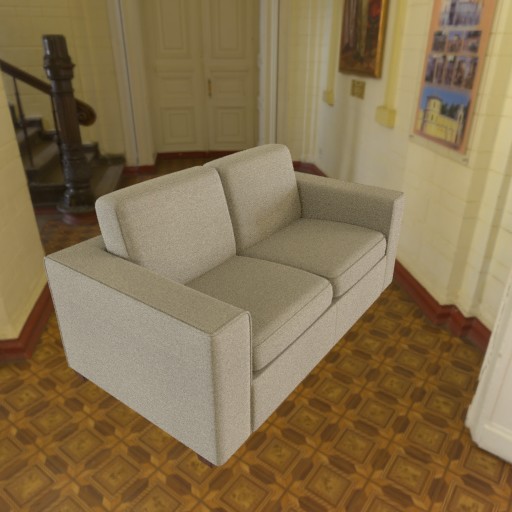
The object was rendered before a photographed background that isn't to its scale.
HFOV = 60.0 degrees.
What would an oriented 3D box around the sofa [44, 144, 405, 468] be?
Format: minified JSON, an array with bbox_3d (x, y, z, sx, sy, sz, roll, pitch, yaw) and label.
[{"bbox_3d":[0.000,0.000,2.427,1.007,0.924,1.812,18,32,32],"label":"sofa"}]
